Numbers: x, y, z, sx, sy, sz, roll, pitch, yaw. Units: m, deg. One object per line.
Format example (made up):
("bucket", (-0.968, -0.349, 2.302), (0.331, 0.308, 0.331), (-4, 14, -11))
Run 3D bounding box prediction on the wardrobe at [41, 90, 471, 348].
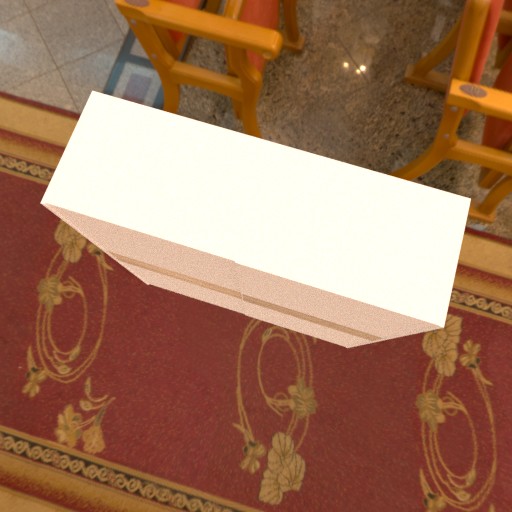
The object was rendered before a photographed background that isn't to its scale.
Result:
("wardrobe", (0.000, 0.000, 2.962), (1.830, 2.020, 0.600), (17, 77, 4))
